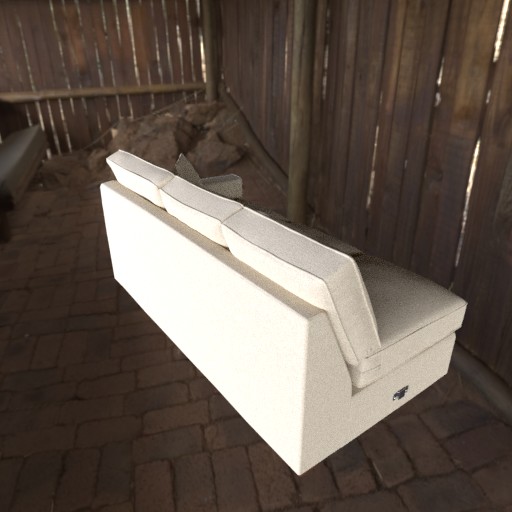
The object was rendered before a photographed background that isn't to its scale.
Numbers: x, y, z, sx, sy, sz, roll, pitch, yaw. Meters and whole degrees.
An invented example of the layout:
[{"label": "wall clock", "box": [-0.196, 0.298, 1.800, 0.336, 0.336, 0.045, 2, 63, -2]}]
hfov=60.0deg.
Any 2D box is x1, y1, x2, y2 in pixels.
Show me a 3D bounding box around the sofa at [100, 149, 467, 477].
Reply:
[{"label": "sofa", "box": [0.000, 0.000, 2.461, 1.034, 0.946, 1.963, -18, 31, -32]}]
